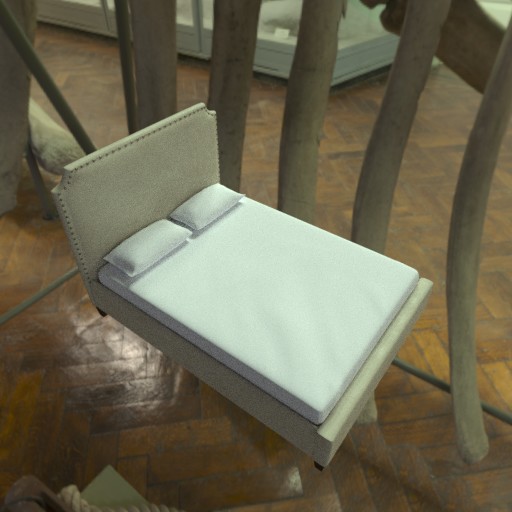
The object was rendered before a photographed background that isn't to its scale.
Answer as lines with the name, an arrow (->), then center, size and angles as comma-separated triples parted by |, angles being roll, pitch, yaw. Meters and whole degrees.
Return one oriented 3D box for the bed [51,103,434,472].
bed -> 0.000, 0.000, 3.458 | 2.372, 1.443, 1.712 | 26, 48, 27
